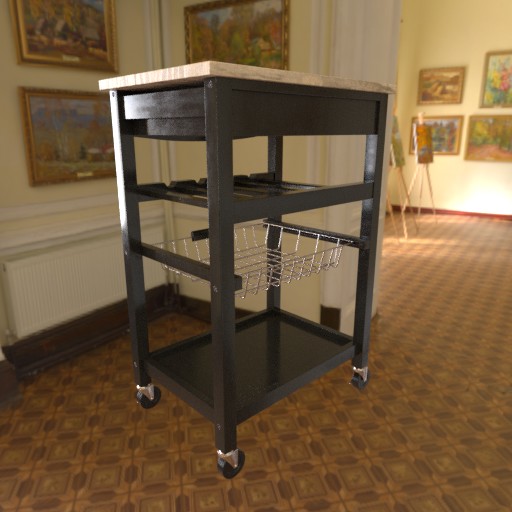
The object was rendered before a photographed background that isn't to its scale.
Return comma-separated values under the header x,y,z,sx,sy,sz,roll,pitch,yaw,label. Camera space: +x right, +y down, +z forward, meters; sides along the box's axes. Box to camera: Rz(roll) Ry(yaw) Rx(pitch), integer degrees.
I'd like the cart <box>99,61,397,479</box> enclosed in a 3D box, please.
x,y,z,sx,sy,sz,roll,pitch,yaw,label
0.000,0.000,1.148,0.584,0.839,0.403,-15,21,-41,cart
